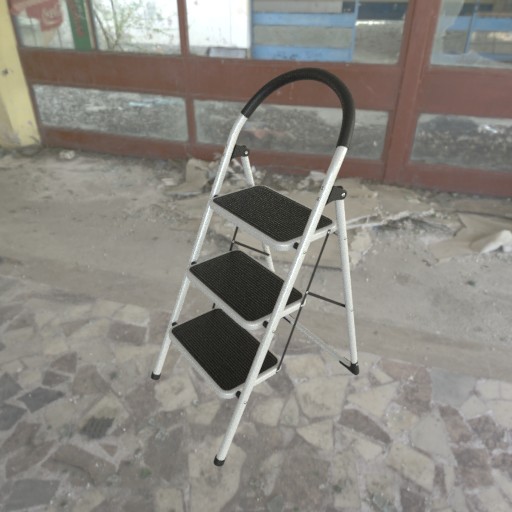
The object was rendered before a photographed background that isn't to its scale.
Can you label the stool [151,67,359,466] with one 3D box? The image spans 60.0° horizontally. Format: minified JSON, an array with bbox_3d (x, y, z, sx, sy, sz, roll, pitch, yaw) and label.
[{"bbox_3d":[0.000,0.000,1.455,0.676,1.109,0.485,-22,37,-31],"label":"stool"}]
